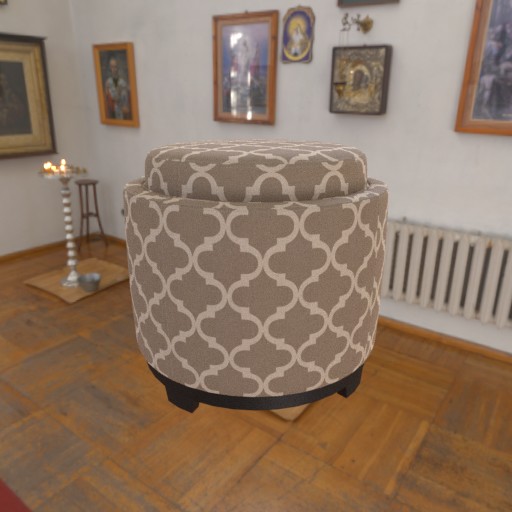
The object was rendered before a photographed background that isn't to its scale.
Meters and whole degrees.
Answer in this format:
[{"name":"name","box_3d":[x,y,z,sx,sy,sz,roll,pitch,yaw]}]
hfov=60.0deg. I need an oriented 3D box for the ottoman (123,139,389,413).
[{"name":"ottoman","box_3d":[0.000,0.000,0.863,0.480,0.429,0.480,0,18,0]}]
